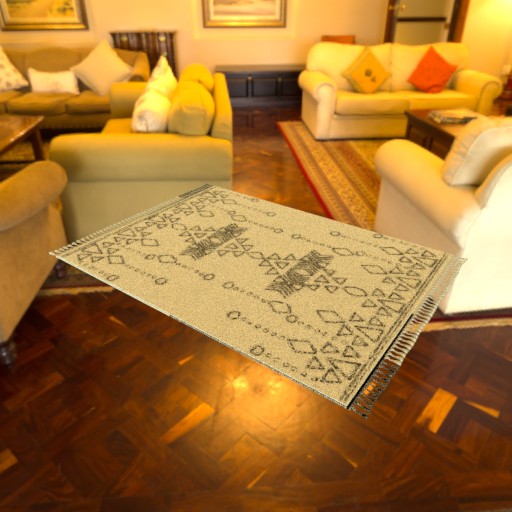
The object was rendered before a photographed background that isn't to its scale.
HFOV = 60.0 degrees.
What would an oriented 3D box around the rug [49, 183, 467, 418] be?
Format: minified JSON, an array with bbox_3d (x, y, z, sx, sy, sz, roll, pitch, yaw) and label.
[{"bbox_3d":[0.000,0.000,2.973,2.312,0.013,1.600,20,36,31],"label":"rug"}]
